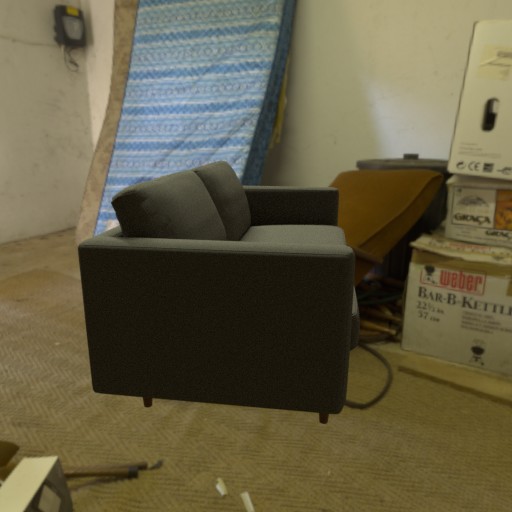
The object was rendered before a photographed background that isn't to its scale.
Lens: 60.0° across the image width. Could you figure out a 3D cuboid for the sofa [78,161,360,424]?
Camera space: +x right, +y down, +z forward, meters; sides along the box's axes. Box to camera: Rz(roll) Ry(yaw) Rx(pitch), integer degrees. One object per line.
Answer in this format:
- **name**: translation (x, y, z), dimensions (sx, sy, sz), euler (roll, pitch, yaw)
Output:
- **sofa**: translation (0.000, 0.000, 2.235), dimensions (0.940, 0.866, 1.713), euler (2, 16, 8)
